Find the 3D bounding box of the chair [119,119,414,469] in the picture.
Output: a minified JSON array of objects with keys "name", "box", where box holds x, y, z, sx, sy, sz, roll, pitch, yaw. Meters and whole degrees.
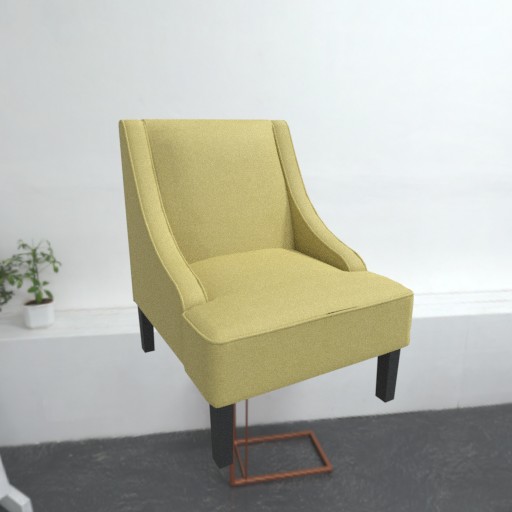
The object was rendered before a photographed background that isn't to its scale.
[{"name":"chair","box":[0.000,0.000,1.512,0.696,0.896,0.814,-9,19,-28]}]
